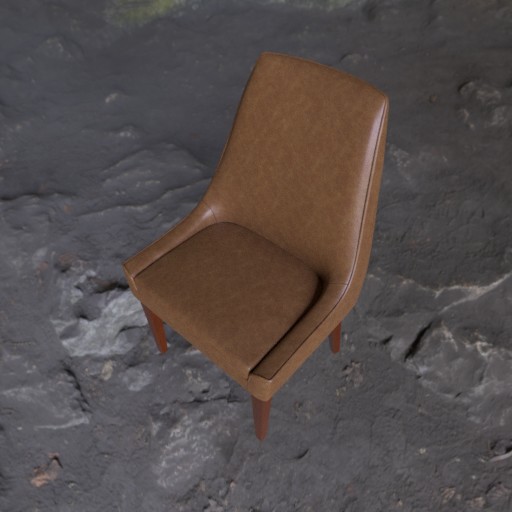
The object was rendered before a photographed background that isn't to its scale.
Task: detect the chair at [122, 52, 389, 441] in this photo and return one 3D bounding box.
[{"bbox_3d":[0.000,0.000,1.195,0.529,0.861,0.544,33,54,27],"label":"chair"}]
